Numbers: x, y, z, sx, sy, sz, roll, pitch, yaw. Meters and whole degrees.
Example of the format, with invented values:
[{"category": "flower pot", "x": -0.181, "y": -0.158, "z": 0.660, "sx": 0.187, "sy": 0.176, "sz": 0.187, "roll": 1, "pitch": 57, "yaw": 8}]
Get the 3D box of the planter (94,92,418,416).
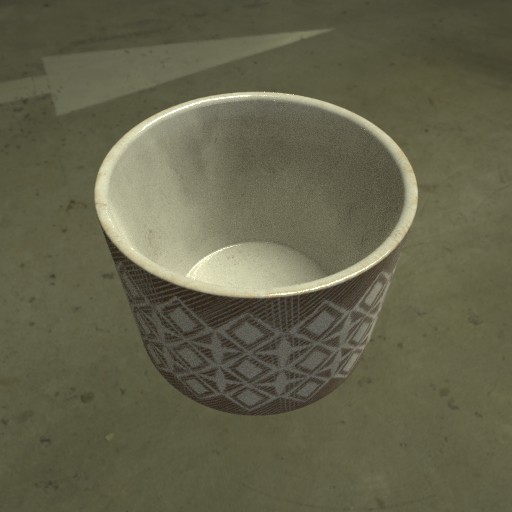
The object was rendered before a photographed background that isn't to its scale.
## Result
[{"category": "planter", "x": 0.000, "y": 0.000, "z": 0.216, "sx": 0.126, "sy": 0.104, "sz": 0.126, "roll": 0, "pitch": 48, "yaw": 0}]
